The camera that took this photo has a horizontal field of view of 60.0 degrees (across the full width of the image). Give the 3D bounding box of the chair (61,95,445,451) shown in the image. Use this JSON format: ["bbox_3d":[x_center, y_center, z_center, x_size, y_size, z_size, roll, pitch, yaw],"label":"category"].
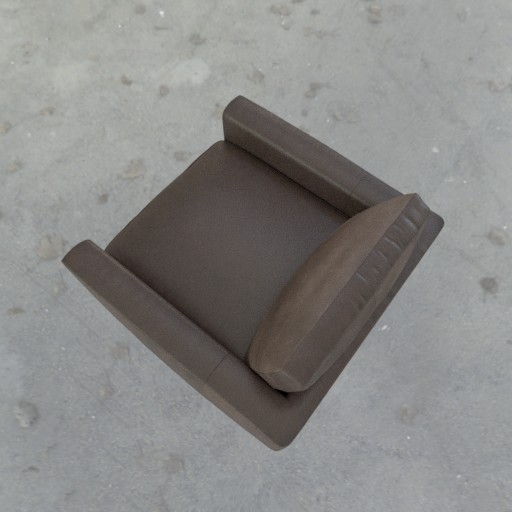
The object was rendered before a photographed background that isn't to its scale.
[{"bbox_3d":[0.000,0.000,1.827,1.069,0.812,1.100,36,70,15],"label":"chair"}]
